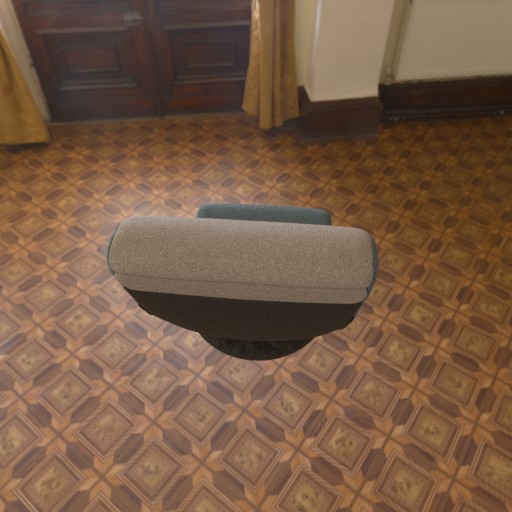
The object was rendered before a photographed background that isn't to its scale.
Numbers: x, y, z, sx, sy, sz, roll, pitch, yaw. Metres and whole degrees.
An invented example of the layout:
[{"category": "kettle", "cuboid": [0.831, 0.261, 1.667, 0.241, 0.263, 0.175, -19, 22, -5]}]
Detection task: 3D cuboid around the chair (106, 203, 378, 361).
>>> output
[{"category": "chair", "cuboid": [0.000, 0.000, 1.052, 0.420, 0.641, 0.661, 3, 46, 3]}]
